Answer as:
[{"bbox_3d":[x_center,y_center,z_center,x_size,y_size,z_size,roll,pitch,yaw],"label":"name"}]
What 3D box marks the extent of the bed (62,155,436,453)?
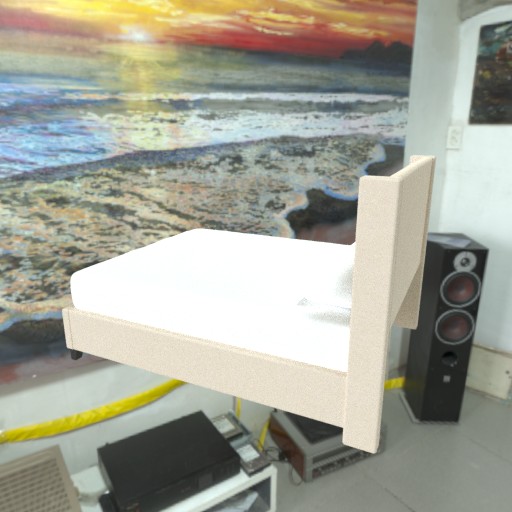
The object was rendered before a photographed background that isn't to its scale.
[{"bbox_3d":[0.000,0.000,3.411,2.293,1.471,1.778,8,18,25],"label":"bed"}]
